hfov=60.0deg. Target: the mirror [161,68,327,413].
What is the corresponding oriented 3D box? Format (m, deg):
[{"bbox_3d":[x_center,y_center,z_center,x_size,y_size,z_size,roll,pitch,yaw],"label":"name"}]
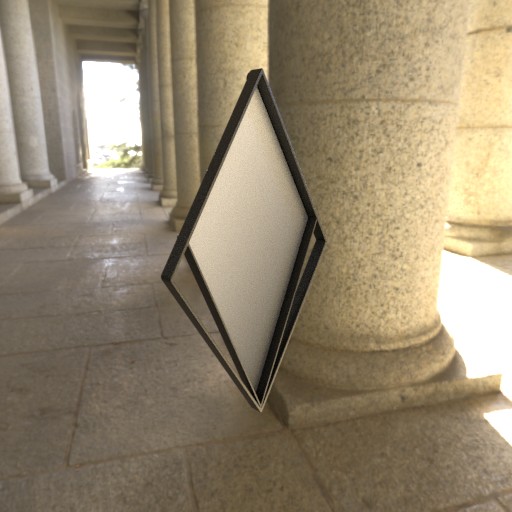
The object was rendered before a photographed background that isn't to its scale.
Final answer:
[{"bbox_3d":[0.000,0.000,0.865,0.419,0.679,0.032,-14,20,-43],"label":"mirror"}]
